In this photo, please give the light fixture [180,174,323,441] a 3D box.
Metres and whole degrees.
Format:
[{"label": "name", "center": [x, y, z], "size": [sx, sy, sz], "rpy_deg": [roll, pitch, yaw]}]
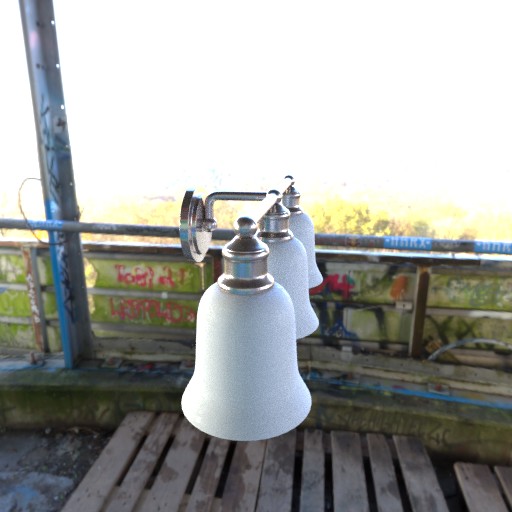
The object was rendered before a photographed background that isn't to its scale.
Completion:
[{"label": "light fixture", "center": [0.000, 0.000, 0.677], "size": [0.198, 0.211, 0.570], "rpy_deg": [3, 16, 10]}]
